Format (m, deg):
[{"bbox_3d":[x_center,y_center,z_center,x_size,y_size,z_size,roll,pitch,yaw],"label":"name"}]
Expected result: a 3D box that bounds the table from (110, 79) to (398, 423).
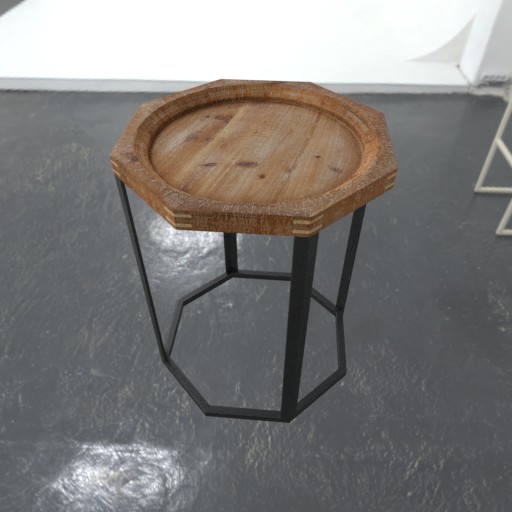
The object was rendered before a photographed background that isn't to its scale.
[{"bbox_3d":[0.000,0.000,0.895,0.458,0.543,0.458,-12,45,-13],"label":"table"}]
